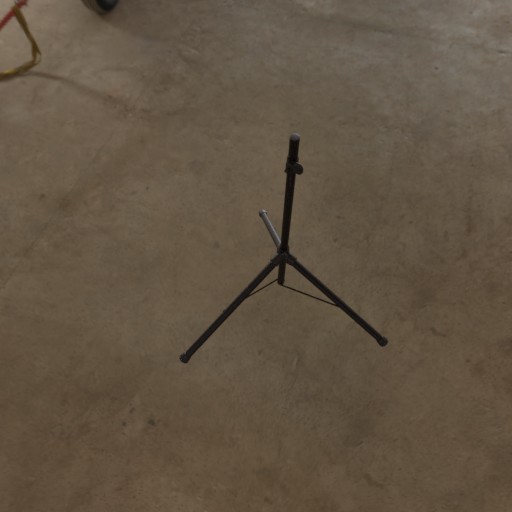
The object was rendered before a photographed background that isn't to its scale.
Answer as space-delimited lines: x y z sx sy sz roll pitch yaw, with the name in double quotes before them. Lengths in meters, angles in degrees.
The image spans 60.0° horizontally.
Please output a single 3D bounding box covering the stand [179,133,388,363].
"stand" 0.000 0.000 1.846 0.907 1.136 1.045 -31 63 -18
